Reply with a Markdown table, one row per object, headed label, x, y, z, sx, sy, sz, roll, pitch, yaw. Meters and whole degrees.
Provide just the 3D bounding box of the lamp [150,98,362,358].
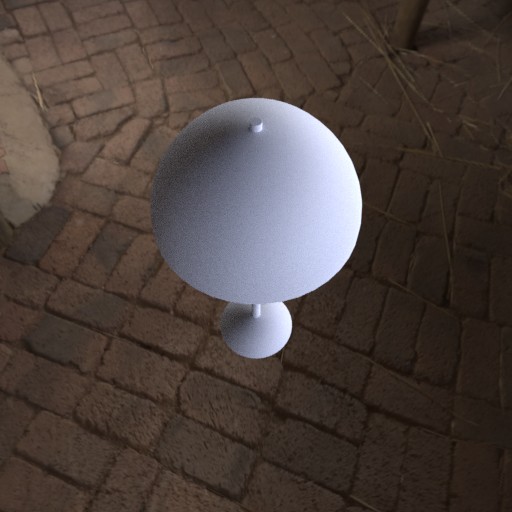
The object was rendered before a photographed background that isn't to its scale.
| label | x | y | z | sx | sy | sz | roll | pitch | yaw |
| --- | --- | --- | --- | --- | --- | --- | --- | --- | --- |
| lamp | 0.000 | 0.000 | 0.428 | 0.171 | 0.330 | 0.171 | 0 | 58 | 0 |
